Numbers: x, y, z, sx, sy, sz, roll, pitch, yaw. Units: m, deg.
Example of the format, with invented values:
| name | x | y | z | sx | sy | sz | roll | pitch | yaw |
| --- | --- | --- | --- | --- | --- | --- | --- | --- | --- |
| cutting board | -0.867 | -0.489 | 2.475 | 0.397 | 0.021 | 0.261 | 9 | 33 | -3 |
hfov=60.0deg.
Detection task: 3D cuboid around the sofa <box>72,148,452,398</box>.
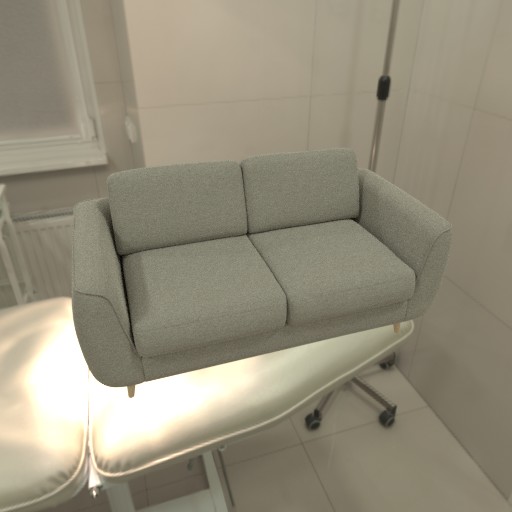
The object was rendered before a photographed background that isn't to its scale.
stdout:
| name | x | y | z | sx | sy | sz | roll | pitch | yaw |
| --- | --- | --- | --- | --- | --- | --- | --- | --- | --- |
| sofa | 0.000 | 0.000 | 2.230 | 1.700 | 0.850 | 0.920 | -10 | 32 | -16 |
